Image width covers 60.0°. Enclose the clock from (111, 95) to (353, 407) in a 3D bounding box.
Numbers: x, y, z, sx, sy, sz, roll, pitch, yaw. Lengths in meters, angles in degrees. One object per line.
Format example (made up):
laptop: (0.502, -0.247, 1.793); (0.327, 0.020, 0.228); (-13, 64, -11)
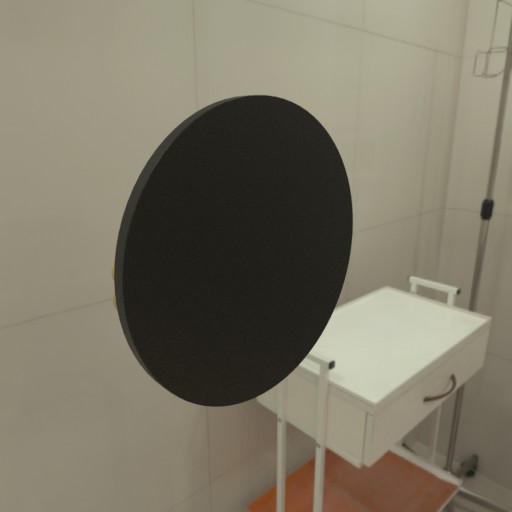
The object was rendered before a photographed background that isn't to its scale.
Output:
clock: (0.000, 0.000, 0.666); (0.454, 0.454, 0.038); (-15, 22, -42)
